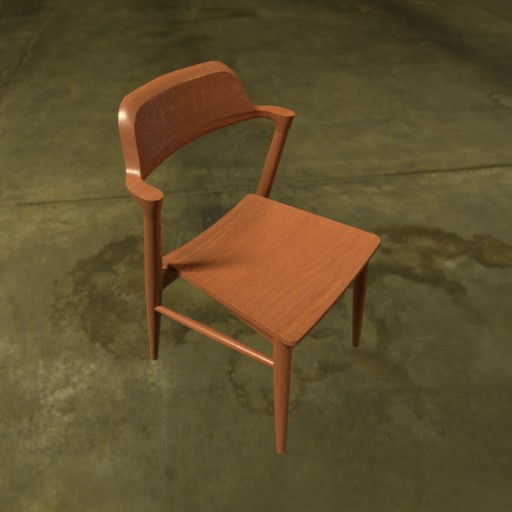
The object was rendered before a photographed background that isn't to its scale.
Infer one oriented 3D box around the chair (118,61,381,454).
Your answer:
[{"bbox_3d":[0.000,0.000,1.125,0.499,0.801,0.496,26,48,27],"label":"chair"}]
